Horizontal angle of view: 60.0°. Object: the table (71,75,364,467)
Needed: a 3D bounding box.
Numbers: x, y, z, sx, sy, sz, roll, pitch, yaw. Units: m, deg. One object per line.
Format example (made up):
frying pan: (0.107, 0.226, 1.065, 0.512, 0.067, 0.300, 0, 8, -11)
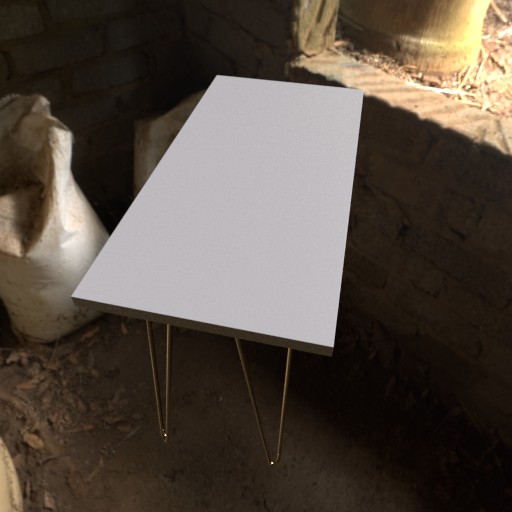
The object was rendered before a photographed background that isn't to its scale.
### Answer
table: (0.000, 0.000, 1.374, 0.498, 0.660, 0.991, 9, 47, 9)
